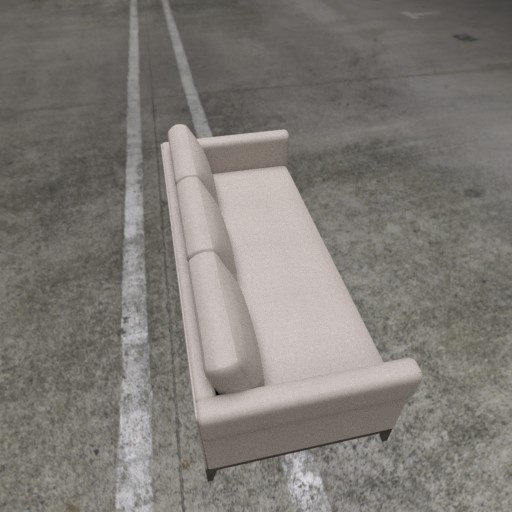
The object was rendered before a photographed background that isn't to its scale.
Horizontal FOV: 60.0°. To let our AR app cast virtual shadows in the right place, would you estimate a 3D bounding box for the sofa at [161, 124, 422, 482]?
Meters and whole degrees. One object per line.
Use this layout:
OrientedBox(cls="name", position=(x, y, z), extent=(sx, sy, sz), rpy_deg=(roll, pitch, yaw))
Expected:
OrientedBox(cls="sofa", position=(0.000, 0.000, 2.711), extent=(0.959, 0.838, 2.210), rpy_deg=(-9, 44, -9))
